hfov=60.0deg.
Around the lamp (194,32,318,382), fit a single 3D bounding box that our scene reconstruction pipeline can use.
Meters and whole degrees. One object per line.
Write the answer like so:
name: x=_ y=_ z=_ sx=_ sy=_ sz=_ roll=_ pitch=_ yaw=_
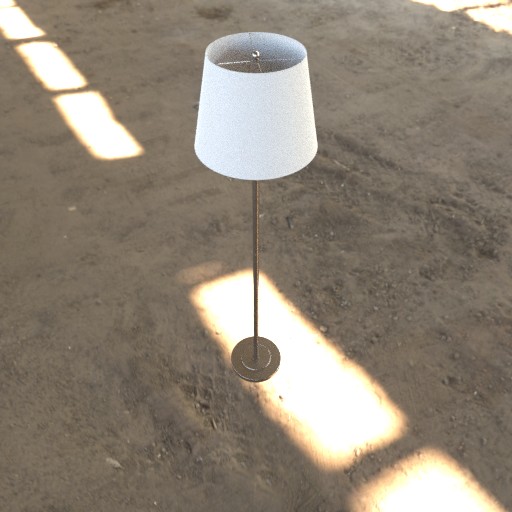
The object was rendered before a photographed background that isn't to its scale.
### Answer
lamp: x=0.000 y=0.000 z=1.632 sx=0.355 sy=1.473 sz=0.355 roll=0 pitch=46 yaw=0
